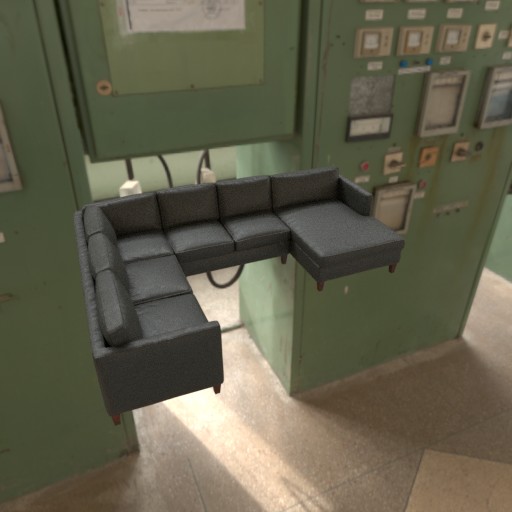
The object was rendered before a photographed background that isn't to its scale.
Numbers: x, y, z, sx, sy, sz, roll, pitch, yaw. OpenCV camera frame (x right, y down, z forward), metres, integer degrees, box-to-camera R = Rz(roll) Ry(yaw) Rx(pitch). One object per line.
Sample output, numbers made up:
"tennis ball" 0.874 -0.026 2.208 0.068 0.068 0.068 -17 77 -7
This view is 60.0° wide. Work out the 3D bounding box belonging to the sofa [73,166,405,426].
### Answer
"sofa" 0.000 0.000 4.706 3.460 0.923 2.593 -12 33 -19
